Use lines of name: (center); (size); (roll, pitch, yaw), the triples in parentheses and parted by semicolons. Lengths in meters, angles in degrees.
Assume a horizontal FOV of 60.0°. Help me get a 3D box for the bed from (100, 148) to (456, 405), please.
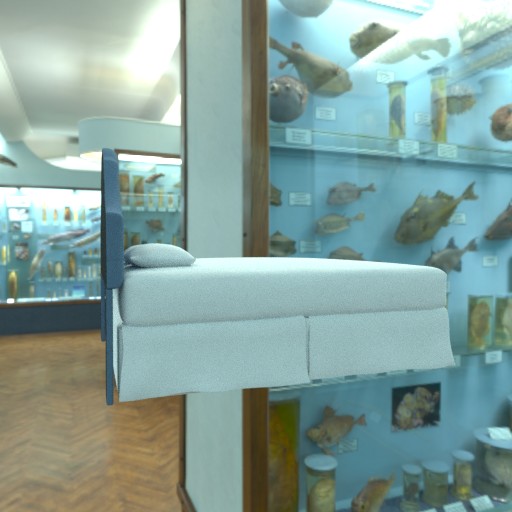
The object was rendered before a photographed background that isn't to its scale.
bed: (0.000, 0.000, 3.782); (2.477, 1.617, 2.039); (0, 1, -20)
